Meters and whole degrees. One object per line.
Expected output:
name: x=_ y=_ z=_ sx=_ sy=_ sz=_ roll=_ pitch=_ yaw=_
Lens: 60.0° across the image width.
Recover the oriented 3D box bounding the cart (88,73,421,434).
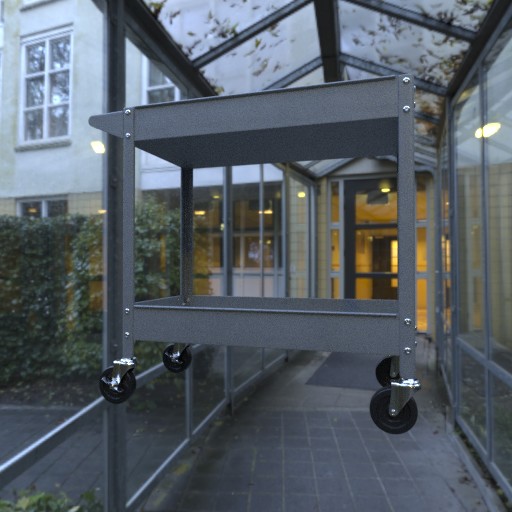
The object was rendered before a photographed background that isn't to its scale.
cart: x=0.000 y=0.000 z=1.141 sx=0.779 sy=0.719 sz=0.366 roll=0 pitch=-1 yaw=17
